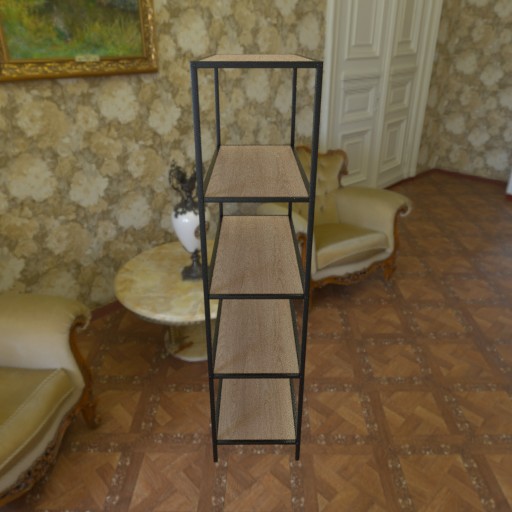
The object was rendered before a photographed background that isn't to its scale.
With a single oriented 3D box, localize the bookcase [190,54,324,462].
[{"bbox_3d":[0.000,0.000,1.830,0.350,1.500,0.770,0,26,0],"label":"bookcase"}]
